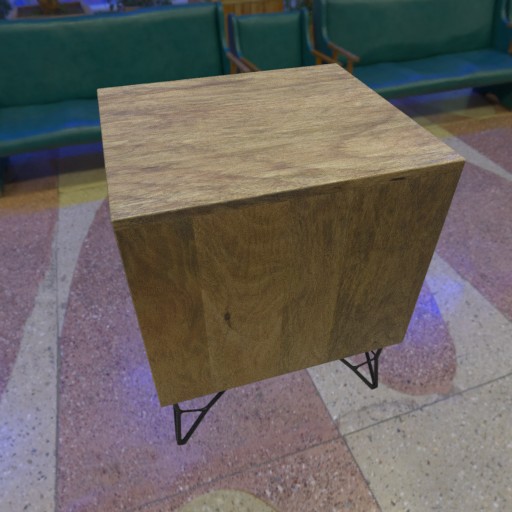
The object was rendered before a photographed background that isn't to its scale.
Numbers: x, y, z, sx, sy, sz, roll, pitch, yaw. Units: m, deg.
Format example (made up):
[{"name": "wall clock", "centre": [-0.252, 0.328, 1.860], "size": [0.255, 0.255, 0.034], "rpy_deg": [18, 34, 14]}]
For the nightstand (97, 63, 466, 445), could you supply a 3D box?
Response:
[{"name": "nightstand", "centre": [0.000, 0.000, 0.862], "size": [0.457, 0.559, 0.406], "rpy_deg": [-12, 42, -13]}]
